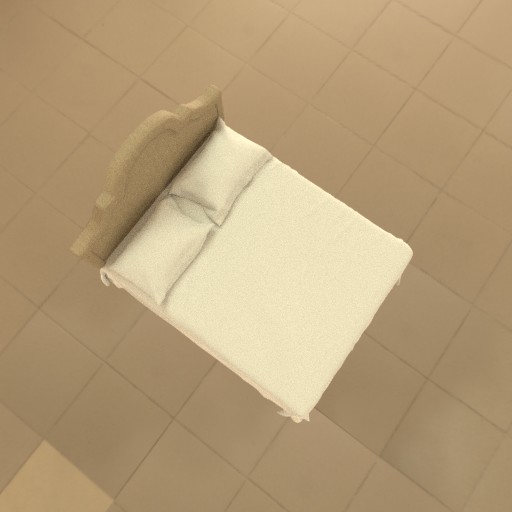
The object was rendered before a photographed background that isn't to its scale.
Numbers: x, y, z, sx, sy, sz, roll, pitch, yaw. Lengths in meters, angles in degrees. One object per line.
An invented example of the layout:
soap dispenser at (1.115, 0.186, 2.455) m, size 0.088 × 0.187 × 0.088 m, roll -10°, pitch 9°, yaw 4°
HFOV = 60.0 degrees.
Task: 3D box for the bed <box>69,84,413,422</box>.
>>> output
bed at (0.000, 0.000, 3.406) m, size 2.222 × 1.634 × 1.780 m, roll 35°, pitch 79°, yaw 8°
